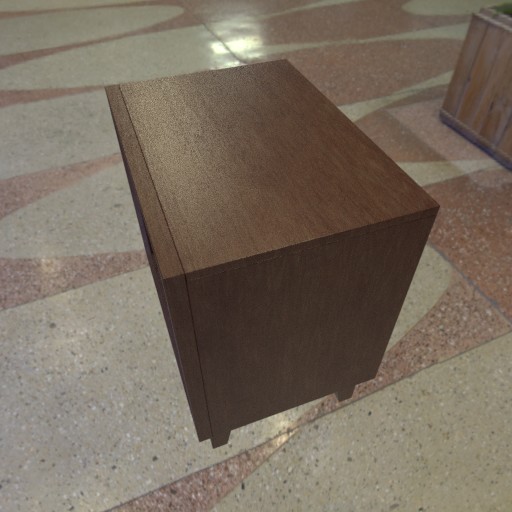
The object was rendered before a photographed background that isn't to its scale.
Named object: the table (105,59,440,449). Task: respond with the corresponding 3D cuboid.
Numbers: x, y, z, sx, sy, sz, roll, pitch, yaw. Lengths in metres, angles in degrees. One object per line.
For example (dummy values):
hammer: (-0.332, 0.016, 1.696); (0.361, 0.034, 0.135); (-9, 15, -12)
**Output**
table: (0.000, 0.000, 0.987); (0.449, 0.609, 0.557); (-15, 47, -14)
